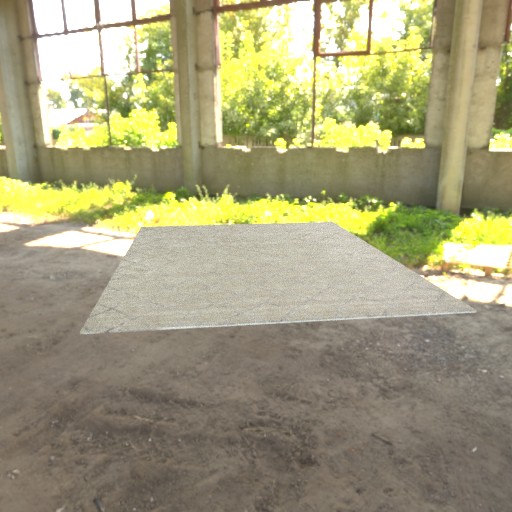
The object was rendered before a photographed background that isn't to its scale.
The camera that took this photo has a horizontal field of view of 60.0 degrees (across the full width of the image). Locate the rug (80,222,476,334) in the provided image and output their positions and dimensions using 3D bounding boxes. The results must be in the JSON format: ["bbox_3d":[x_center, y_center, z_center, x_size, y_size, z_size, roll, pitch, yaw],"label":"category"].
[{"bbox_3d":[0.000,0.000,4.113,2.420,0.019,3.038,-2,15,-7],"label":"rug"}]
